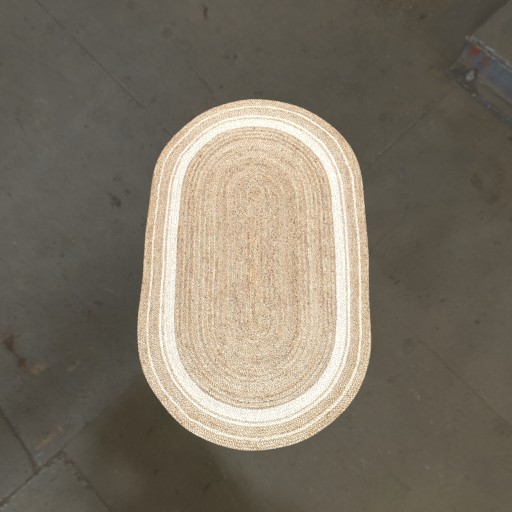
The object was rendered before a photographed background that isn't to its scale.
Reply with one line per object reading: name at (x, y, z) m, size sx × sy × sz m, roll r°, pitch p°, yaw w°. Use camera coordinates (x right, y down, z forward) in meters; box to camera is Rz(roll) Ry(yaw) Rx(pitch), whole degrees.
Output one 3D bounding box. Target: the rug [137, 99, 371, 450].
rug at (0.000, 0.000, 2.996) m, size 1.520 × 0.006 × 2.432 m, roll 1°, pitch 75°, yaw 0°
